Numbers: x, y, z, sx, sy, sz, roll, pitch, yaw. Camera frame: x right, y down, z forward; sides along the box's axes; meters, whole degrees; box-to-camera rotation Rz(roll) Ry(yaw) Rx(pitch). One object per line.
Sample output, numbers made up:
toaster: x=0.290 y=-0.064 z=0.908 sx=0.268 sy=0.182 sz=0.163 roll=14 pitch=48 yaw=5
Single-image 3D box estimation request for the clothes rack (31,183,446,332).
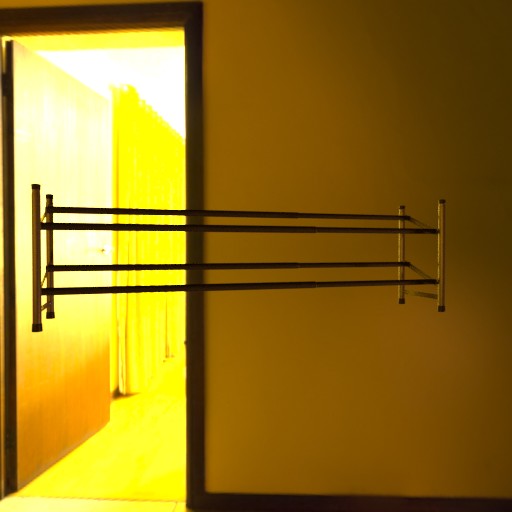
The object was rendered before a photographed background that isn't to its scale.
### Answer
clothes rack: x=0.000 y=0.000 z=1.310 sx=1.168 sy=0.349 sz=0.229 roll=0 pitch=1 yaw=-17
